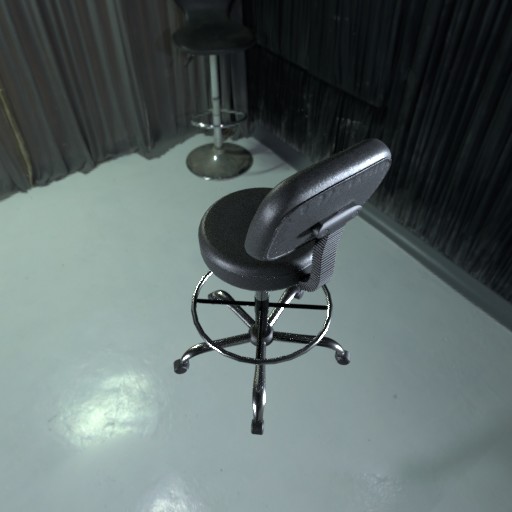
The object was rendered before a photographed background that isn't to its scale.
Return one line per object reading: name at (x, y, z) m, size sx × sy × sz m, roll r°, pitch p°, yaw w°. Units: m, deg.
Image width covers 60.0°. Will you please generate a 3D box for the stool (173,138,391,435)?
stool at (0.000, 0.000, 1.517) m, size 0.694 × 1.069 × 0.658 m, roll -30°, pitch 53°, yaw -26°
